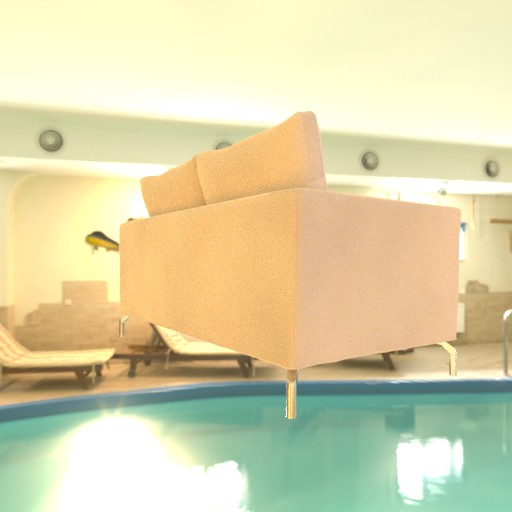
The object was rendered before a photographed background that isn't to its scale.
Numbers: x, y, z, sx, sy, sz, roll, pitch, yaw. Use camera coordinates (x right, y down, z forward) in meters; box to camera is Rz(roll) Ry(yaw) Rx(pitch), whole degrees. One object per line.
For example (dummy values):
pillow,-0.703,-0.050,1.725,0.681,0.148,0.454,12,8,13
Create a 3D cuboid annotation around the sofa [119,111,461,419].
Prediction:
sofa,0.000,0.000,2.294,0.906,0.995,1.739,0,0,-34
